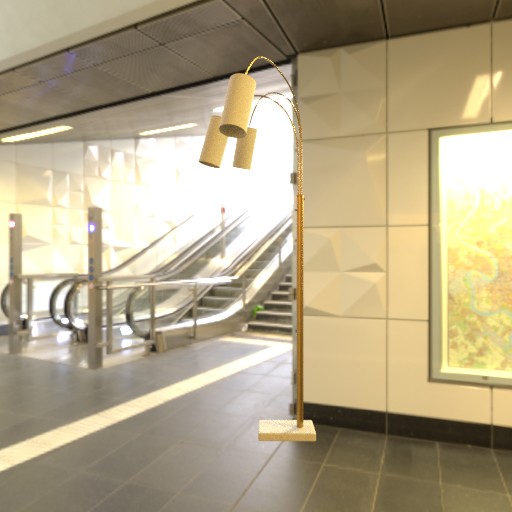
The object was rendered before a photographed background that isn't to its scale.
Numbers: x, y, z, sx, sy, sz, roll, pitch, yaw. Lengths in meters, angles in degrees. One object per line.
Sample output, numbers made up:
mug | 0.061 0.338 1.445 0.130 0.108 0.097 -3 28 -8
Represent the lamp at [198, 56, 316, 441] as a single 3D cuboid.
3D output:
lamp | 0.000 0.000 2.548 0.667 2.055 1.020 0 0 1
